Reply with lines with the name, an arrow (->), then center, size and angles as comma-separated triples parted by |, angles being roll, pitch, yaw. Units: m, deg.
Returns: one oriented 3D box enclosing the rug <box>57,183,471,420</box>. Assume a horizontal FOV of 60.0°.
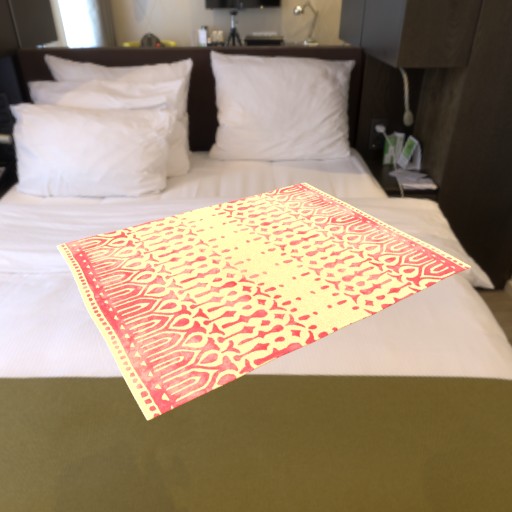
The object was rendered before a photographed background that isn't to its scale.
rug -> 0.000, 0.000, 4.157 | 3.095, 0.016, 2.441 | -18, 35, -28
